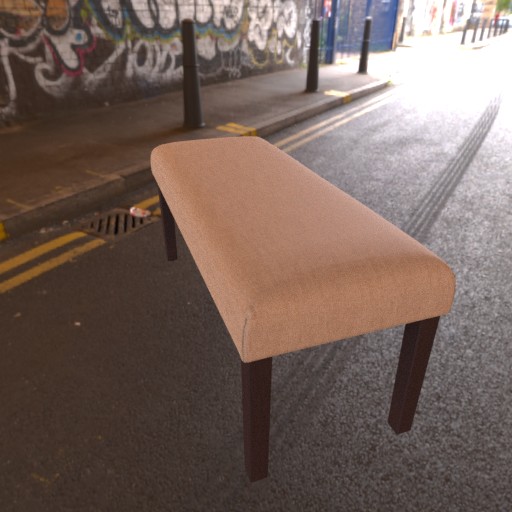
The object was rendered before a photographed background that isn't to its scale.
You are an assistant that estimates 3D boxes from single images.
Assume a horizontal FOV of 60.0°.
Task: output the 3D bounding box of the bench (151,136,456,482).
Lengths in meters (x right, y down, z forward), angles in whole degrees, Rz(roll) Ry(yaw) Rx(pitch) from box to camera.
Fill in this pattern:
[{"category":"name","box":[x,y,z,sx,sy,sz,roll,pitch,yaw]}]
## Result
[{"category":"bench","box":[0.000,0.000,1.224,0.407,0.456,1.013,-10,30,-17]}]
